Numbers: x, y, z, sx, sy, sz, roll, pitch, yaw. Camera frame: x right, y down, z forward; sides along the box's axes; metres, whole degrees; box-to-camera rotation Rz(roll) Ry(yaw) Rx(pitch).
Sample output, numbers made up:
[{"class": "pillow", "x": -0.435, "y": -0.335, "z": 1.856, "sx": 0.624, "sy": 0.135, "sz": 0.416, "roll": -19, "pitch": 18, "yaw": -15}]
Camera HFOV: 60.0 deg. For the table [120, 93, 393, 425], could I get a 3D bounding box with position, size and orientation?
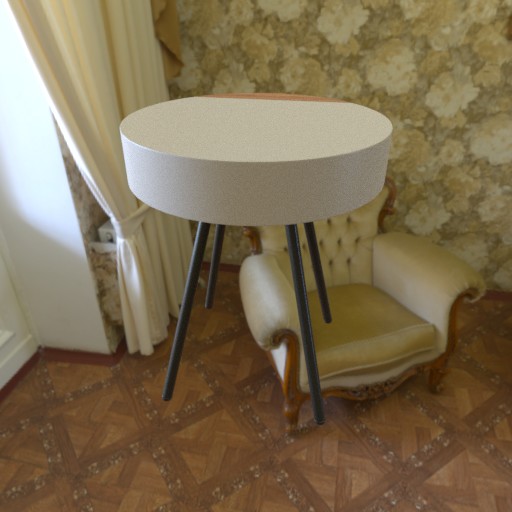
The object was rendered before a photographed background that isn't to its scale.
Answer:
[{"class": "table", "x": 0.000, "y": 0.000, "z": 0.860, "sx": 0.450, "sy": 0.525, "sz": 0.450, "roll": 0, "pitch": 31, "yaw": 0}]
